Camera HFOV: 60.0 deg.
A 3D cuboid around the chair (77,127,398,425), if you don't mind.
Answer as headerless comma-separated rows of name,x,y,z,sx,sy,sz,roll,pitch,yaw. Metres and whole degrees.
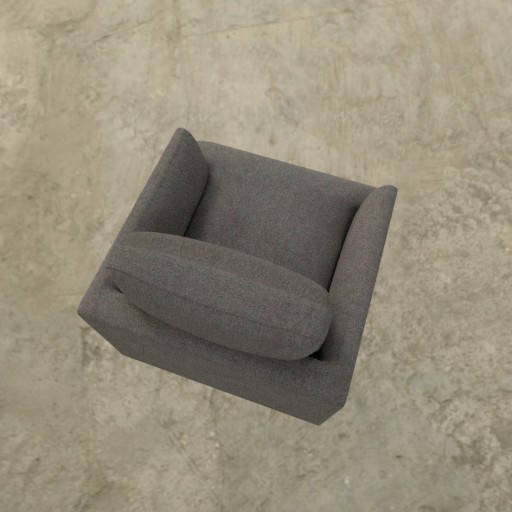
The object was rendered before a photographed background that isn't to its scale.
chair,0.000,0.000,1.613,0.858,0.957,0.899,17,65,8
